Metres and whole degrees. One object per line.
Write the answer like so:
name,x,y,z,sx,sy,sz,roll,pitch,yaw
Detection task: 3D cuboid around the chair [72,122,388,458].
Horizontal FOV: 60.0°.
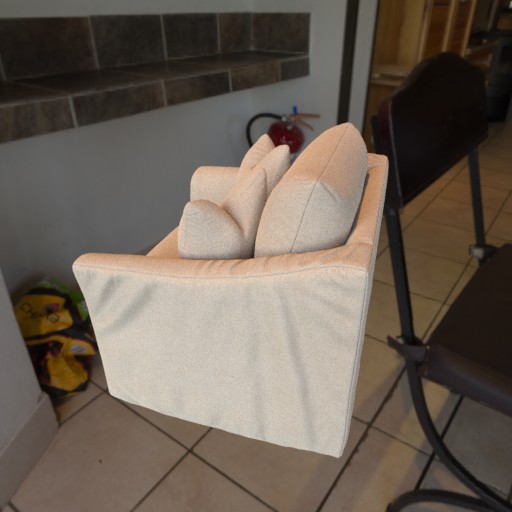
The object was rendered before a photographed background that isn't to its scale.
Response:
chair,0.000,0.000,2.058,1.071,1.093,1.194,9,31,15
